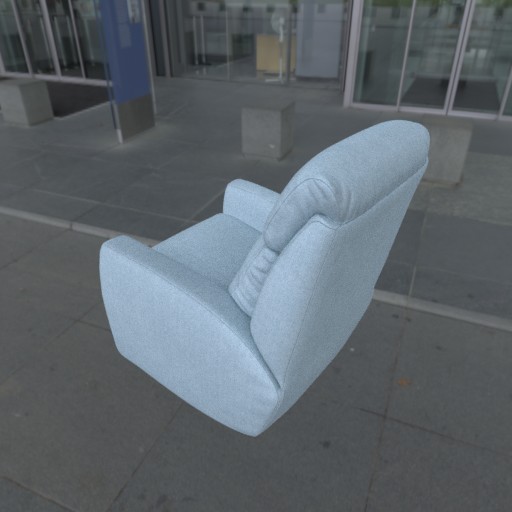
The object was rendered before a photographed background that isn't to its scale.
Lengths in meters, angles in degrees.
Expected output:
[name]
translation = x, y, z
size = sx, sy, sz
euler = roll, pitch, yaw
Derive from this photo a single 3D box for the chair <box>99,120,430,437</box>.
[chair]
translation = 0.000, 0.000, 1.616
size = 0.940, 1.013, 0.812
euler = 22, 38, 31
